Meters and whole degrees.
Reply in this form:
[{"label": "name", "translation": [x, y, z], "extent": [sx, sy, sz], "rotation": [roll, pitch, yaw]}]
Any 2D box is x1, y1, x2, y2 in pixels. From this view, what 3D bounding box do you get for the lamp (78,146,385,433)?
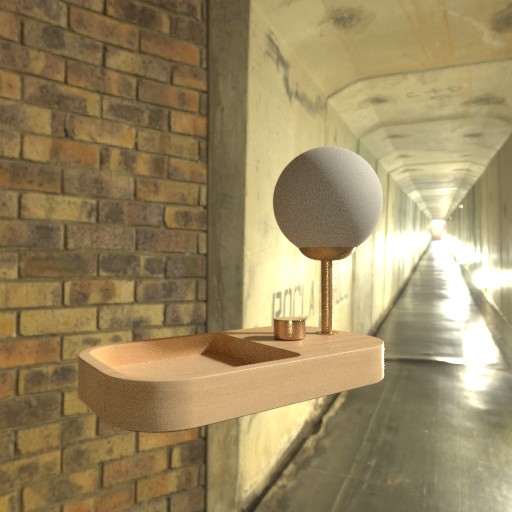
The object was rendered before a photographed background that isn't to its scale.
[{"label": "lamp", "translation": [0.000, 0.000, 0.456], "extent": [0.331, 0.253, 0.173], "rotation": [1, -1, -36]}]
